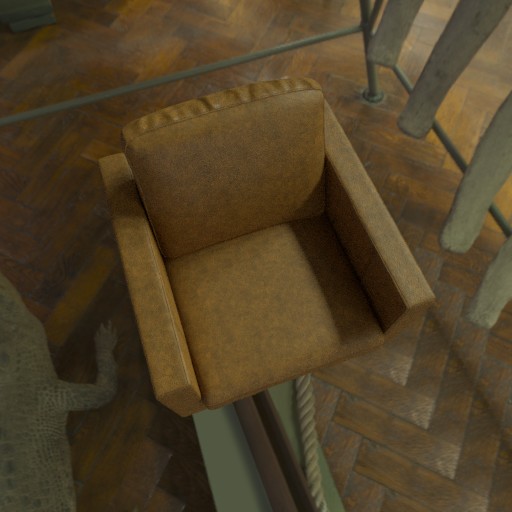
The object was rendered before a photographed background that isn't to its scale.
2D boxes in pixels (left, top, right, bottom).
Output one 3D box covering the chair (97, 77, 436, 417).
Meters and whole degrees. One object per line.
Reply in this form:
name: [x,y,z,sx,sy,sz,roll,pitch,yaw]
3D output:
chair: [0.000,0.000,1.644,0.890,0.956,0.909,-18,66,-8]
